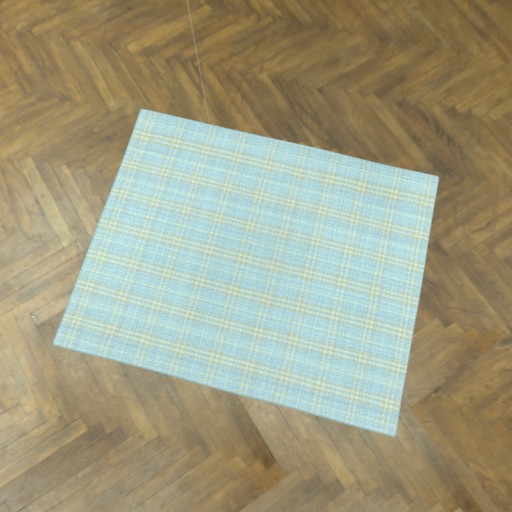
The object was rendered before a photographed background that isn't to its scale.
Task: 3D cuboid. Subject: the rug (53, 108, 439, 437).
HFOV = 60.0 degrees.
[{"bbox_3d":[0.000,0.000,4.109,3.066,0.030,2.462,14,75,4],"label":"rug"}]
